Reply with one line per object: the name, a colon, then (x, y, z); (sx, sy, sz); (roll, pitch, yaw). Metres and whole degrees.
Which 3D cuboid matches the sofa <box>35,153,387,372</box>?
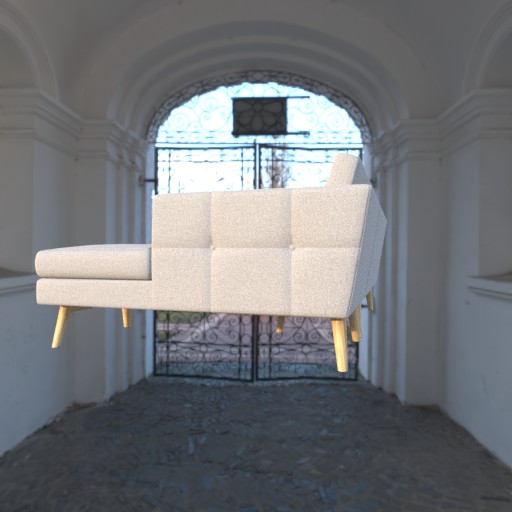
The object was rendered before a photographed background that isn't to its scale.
sofa: (0.000, 0.000, 2.788); (1.530, 0.860, 2.040); (0, 1, 18)
